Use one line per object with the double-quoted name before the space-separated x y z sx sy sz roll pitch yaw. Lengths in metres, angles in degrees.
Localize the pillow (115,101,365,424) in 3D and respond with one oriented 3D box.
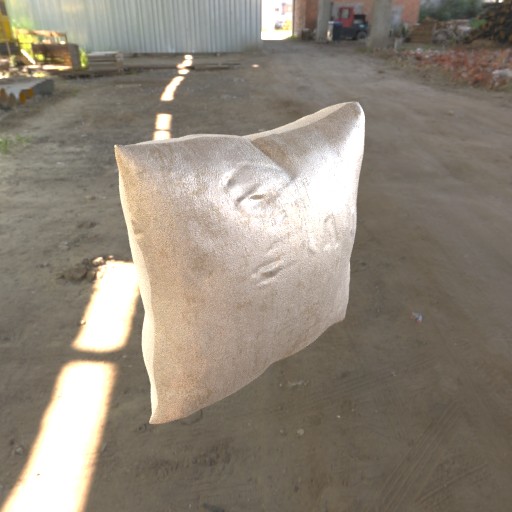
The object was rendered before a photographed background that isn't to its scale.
"pillow" 0.000 0.000 0.732 0.450 0.448 0.245 -21 34 -34
